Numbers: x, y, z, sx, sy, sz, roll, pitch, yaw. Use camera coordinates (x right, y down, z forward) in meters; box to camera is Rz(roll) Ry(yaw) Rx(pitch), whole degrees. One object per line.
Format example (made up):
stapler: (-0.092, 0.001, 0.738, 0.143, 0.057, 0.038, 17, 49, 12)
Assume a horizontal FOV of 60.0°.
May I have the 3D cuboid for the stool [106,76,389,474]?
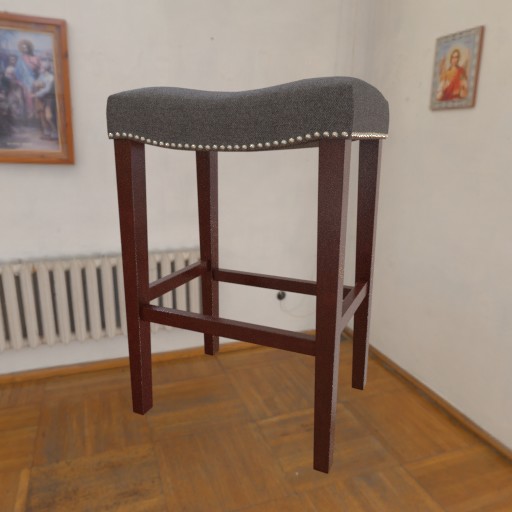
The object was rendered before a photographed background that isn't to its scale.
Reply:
stool: (0.000, 0.000, 1.024, 0.504, 0.742, 0.372, 7, 16, 24)
